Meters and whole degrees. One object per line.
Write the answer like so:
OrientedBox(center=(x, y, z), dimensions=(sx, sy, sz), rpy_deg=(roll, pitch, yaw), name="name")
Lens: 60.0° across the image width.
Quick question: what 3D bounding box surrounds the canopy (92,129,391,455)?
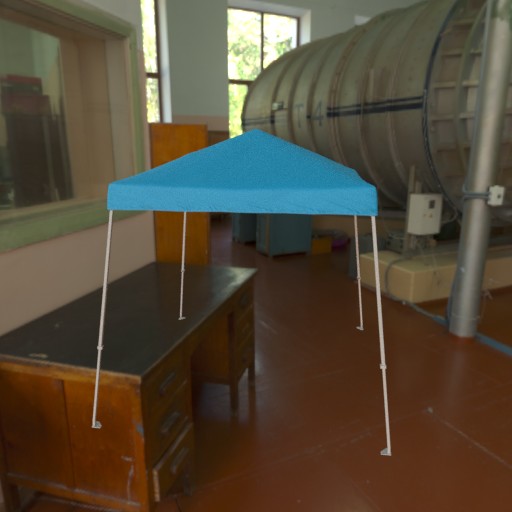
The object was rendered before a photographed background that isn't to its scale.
OrientedBox(center=(0.000, 0.000, 5.162), dimensions=(2.848, 2.849, 2.849), rpy_deg=(2, 15, 8), name="canopy")
